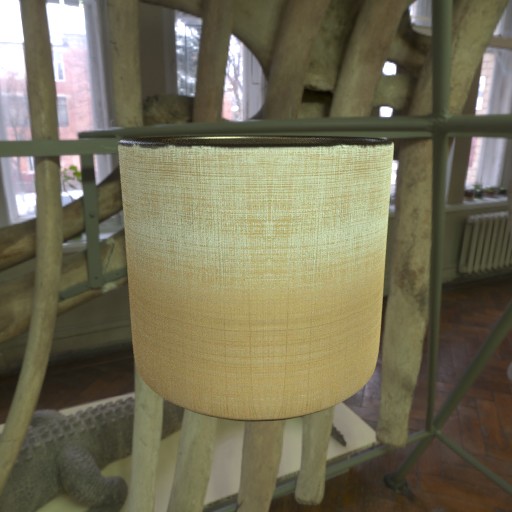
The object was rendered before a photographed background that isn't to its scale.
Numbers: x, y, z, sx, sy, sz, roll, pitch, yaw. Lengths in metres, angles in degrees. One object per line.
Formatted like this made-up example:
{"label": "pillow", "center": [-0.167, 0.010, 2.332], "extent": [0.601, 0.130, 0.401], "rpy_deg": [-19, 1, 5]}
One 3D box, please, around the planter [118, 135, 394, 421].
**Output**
{"label": "planter", "center": [0.000, 0.000, 0.391], "extent": [0.221, 0.201, 0.221], "rpy_deg": [0, 17, 0]}
